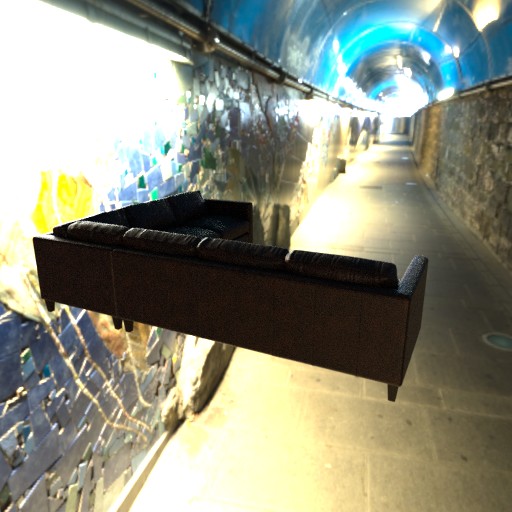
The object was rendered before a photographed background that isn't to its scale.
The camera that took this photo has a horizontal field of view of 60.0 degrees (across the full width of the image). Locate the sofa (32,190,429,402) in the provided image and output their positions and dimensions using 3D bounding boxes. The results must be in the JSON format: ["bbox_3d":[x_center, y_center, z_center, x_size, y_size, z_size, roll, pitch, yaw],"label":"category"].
[{"bbox_3d":[0.000,0.000,4.271,3.152,0.836,2.438,8,18,25],"label":"sofa"}]
